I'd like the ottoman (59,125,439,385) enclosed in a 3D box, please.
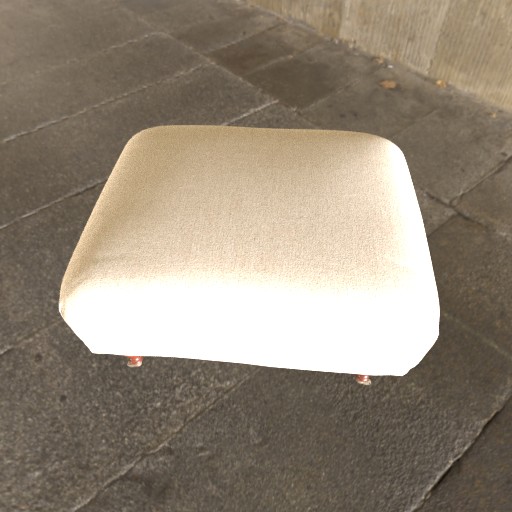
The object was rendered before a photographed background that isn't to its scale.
[{"bbox_3d":[0.000,0.000,1.106,0.747,0.450,0.622,3,48,3],"label":"ottoman"}]
